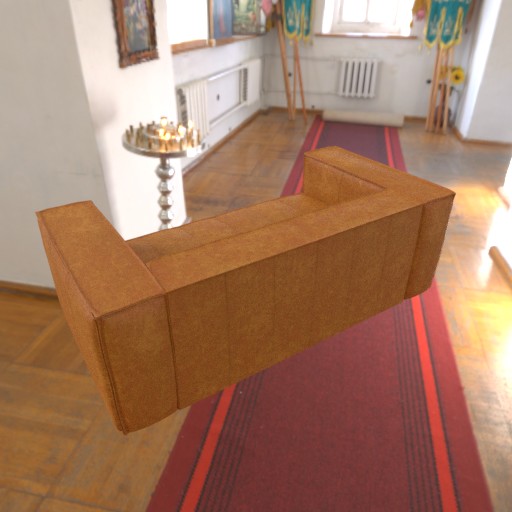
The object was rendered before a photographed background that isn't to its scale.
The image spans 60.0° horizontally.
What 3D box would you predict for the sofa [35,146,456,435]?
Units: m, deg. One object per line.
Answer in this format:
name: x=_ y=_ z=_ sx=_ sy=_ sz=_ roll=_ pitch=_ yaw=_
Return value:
sofa: x=0.000 y=0.000 z=2.560 sx=2.088 sy=0.703 sz=1.102 roll=-19 pitch=36 yaw=-28
